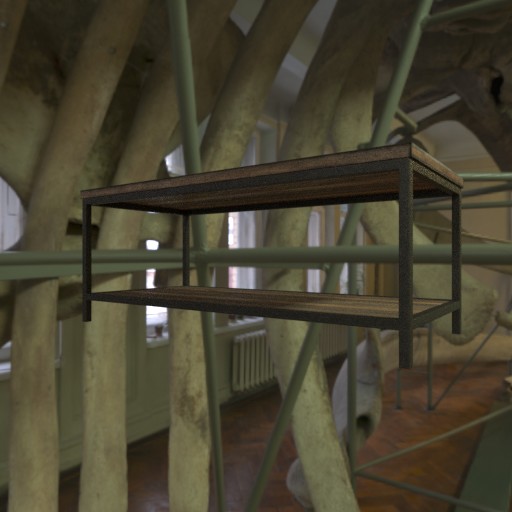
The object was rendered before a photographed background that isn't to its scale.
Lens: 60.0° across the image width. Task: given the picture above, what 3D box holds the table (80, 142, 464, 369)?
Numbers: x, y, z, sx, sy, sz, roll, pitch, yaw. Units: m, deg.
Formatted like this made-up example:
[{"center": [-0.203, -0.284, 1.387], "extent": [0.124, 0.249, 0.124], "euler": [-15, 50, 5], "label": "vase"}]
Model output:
[{"center": [0.000, 0.000, 1.245], "extent": [0.990, 0.399, 0.452], "euler": [0, 0, 36], "label": "table"}]
